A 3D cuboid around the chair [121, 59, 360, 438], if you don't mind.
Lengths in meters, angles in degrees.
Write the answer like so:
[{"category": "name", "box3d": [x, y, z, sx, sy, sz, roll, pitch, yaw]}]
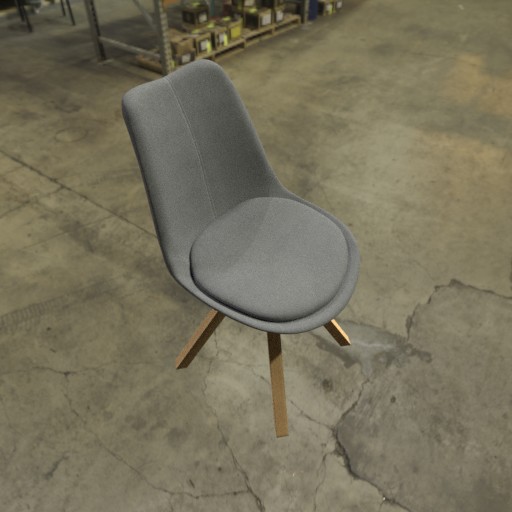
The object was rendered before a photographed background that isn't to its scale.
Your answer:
[{"category": "chair", "box3d": [0.000, 0.000, 1.204, 0.549, 0.863, 0.474, 27, 49, 25]}]
